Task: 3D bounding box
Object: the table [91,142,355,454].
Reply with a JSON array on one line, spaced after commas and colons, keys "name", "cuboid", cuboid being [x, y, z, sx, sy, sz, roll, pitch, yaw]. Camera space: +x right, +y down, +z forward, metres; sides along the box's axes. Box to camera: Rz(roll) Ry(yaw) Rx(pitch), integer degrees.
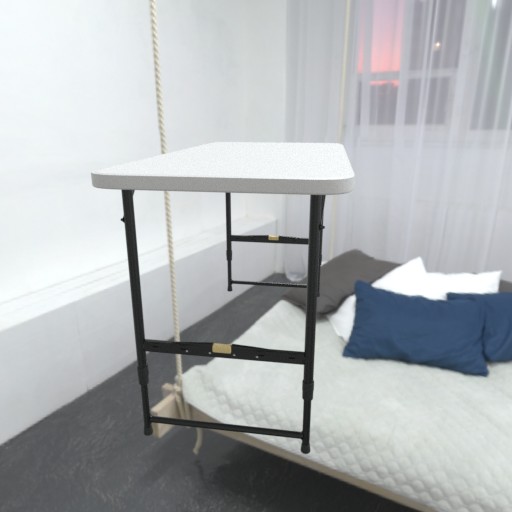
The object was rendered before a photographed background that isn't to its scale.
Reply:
[{"name": "table", "cuboid": [0.000, 0.000, 1.621, 0.610, 0.737, 1.219, 3, 18, 9]}]
